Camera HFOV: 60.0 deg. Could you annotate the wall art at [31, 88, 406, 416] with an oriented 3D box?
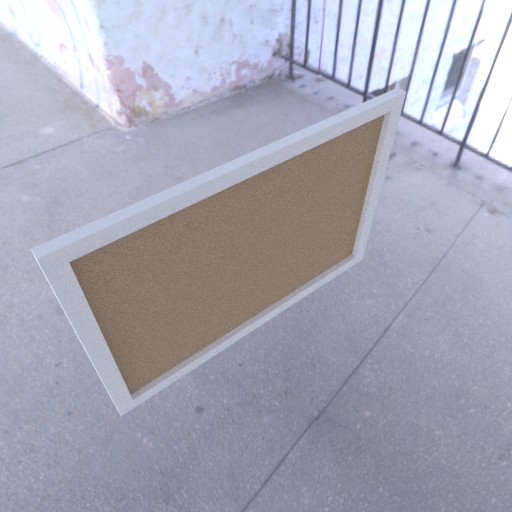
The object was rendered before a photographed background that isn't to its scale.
[{"bbox_3d":[0.000,0.000,1.420,1.144,0.767,0.038,-29,54,-24],"label":"wall art"}]
